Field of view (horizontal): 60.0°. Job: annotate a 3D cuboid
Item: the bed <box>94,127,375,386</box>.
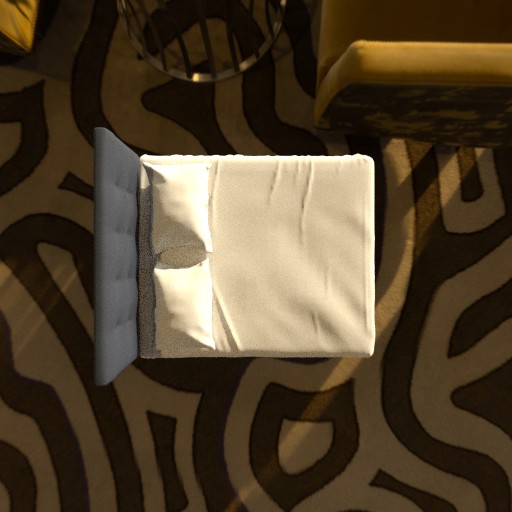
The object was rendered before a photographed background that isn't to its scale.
[{"bbox_3d":[0.000,0.000,3.558,2.222,1.577,1.936,0,90,-1],"label":"bed"}]
